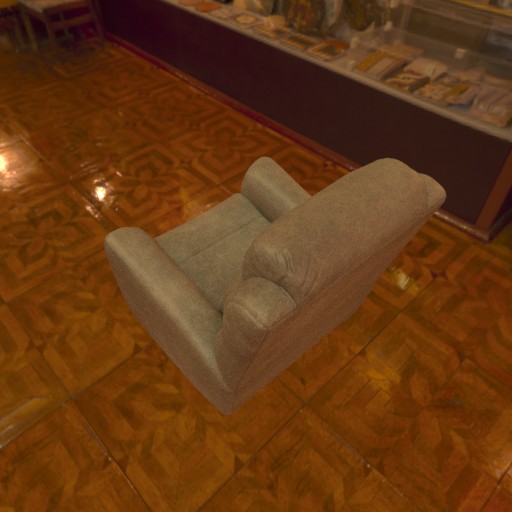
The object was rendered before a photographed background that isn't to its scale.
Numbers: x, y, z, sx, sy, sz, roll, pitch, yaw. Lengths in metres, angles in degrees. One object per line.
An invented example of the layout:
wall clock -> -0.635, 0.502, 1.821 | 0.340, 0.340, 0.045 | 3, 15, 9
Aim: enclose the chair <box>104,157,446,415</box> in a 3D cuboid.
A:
chair -> 0.000, 0.000, 1.927 | 0.965, 1.116, 1.068 | -32, 54, -27
